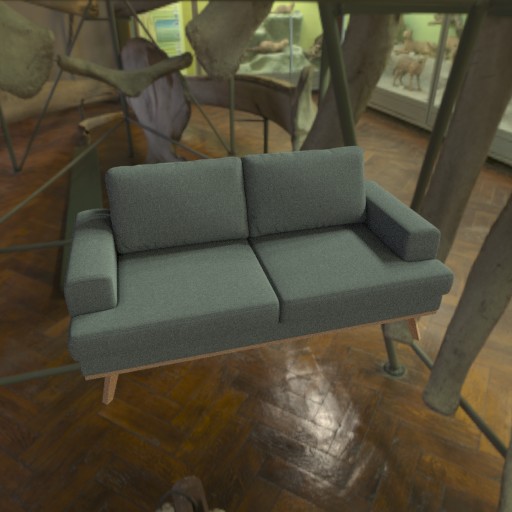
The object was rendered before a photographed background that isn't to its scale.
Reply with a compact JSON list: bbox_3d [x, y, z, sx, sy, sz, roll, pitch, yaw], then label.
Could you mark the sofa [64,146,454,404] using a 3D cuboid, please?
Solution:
[{"bbox_3d":[0.000,0.000,2.100,1.650,0.810,0.785,-8,32,-13],"label":"sofa"}]
